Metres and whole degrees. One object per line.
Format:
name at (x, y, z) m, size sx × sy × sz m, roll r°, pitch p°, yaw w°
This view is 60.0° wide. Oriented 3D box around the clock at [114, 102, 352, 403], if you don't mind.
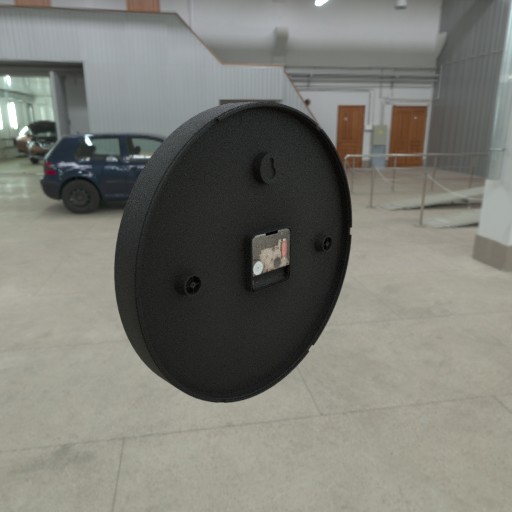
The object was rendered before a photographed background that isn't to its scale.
clock at (0.000, 0.000, 0.446) m, size 0.040 × 0.293 × 0.293 m, roll 16°, pitch 23°, yaw 42°
